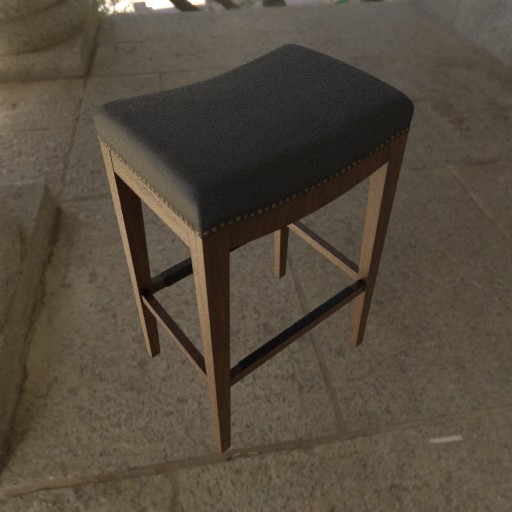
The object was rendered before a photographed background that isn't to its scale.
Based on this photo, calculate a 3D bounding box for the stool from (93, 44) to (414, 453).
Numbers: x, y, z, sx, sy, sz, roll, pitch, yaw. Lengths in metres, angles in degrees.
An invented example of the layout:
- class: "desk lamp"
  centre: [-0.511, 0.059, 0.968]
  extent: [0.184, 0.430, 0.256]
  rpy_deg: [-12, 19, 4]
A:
- class: "stool"
  centre: [0.000, 0.000, 1.002]
  extent: [0.500, 0.765, 0.361]
  rpy_deg: [-30, 53, -26]
